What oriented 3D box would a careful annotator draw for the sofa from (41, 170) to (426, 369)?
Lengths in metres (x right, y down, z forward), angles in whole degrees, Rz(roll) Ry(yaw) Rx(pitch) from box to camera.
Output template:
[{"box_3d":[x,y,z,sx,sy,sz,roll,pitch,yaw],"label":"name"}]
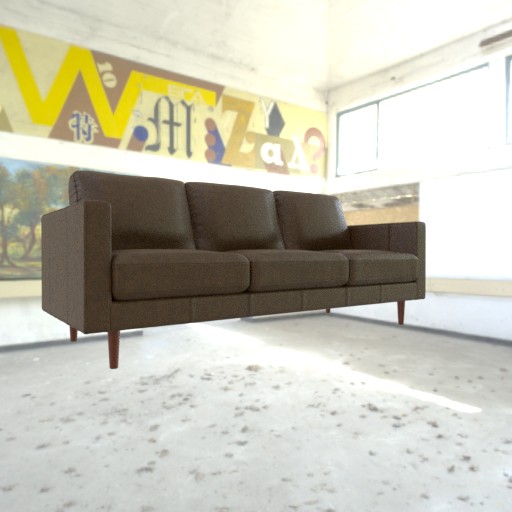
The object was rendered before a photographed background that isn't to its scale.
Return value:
[{"box_3d":[0.000,0.000,2.691,2.231,0.930,0.903,0,1,-35],"label":"sofa"}]
